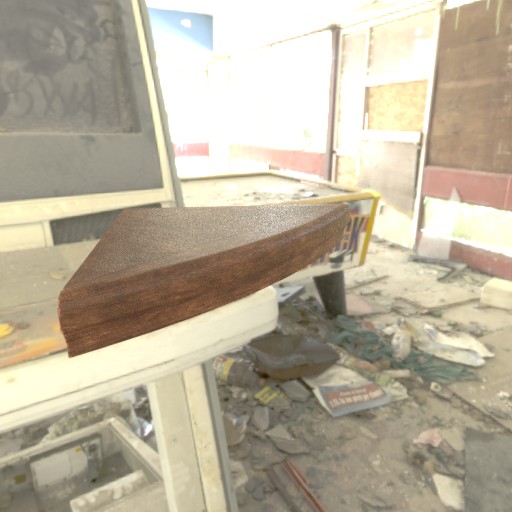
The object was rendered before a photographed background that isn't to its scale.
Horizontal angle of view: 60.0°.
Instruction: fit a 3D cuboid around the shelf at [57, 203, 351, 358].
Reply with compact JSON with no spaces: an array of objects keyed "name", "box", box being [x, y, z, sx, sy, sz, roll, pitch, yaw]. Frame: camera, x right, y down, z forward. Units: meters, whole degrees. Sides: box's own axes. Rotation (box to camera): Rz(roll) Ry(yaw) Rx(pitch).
[{"name":"shelf","box":[0.000,0.000,0.463,0.310,0.050,0.310,-2,17,-7]}]
